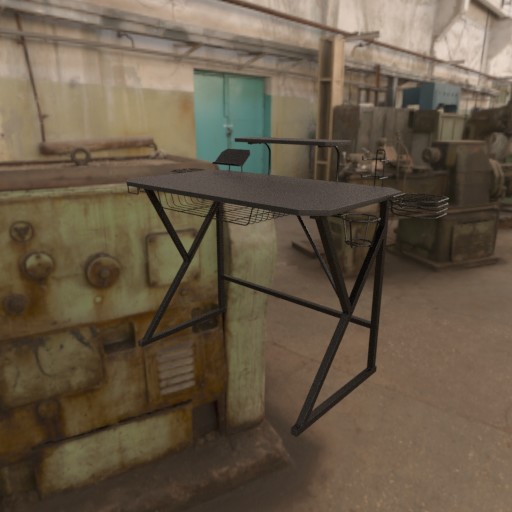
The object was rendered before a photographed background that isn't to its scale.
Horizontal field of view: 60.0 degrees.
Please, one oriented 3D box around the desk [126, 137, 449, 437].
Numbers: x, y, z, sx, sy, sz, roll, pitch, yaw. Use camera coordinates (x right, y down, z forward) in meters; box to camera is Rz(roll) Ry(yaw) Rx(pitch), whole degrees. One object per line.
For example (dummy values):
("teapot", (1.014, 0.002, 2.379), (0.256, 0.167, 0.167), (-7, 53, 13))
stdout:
("desk", (0.000, 0.000, 1.749), (1.290, 0.880, 0.580), (15, 23, 40))
